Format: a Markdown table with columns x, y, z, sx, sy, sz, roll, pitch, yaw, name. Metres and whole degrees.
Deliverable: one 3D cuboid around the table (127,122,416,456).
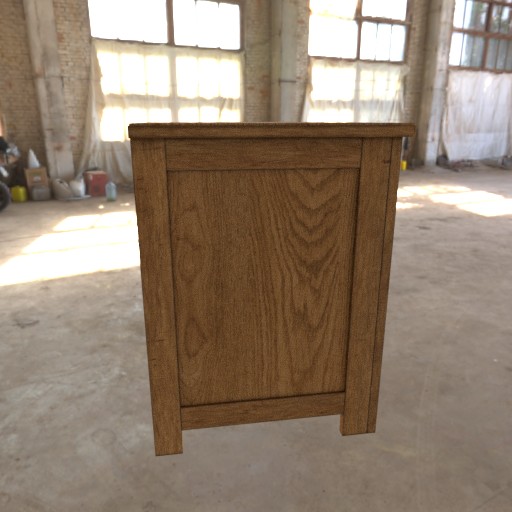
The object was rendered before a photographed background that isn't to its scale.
| x | y | z | sx | sy | sz | roll | pitch | yaw | name |
| --- | --- | --- | --- | --- | --- | --- | --- | --- | --- |
| 0.000 | 0.000 | 1.083 | 0.494 | 0.625 | 0.601 | -3 | 17 | -8 | table |
